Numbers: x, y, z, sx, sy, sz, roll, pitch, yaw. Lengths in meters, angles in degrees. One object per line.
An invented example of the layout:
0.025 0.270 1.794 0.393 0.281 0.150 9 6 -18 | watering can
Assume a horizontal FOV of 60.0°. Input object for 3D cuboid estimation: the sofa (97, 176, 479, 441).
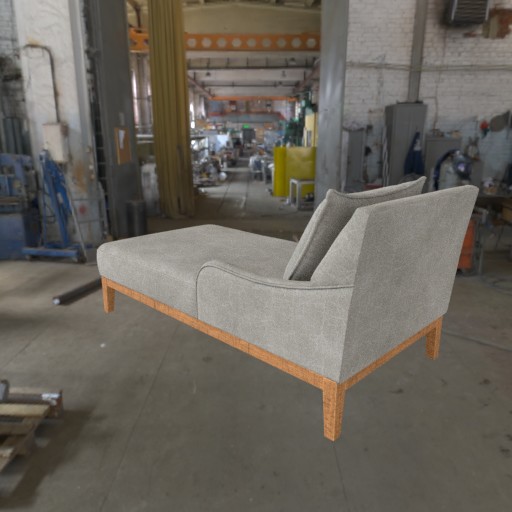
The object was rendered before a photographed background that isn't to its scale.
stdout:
0.000 0.000 2.266 1.779 0.859 0.894 15 21 43 | sofa
